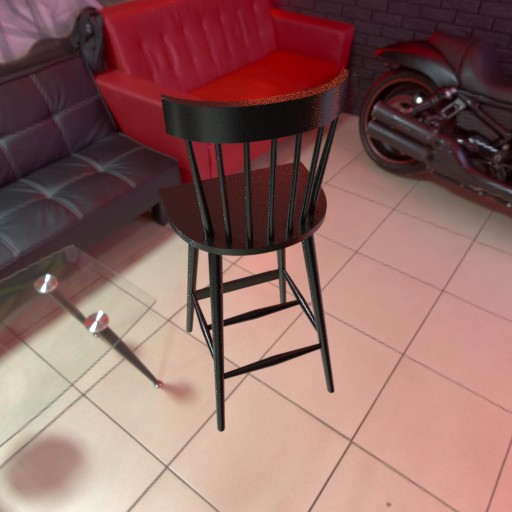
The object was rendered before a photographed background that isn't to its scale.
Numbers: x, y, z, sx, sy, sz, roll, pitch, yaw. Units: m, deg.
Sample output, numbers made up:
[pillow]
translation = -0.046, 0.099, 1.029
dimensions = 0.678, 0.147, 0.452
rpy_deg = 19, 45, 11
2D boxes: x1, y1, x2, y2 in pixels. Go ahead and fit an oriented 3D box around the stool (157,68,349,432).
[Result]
[stool]
translation = 0.000, 0.000, 1.376
dimensions = 0.482, 1.092, 0.483
rpy_deg = -14, 44, -15
